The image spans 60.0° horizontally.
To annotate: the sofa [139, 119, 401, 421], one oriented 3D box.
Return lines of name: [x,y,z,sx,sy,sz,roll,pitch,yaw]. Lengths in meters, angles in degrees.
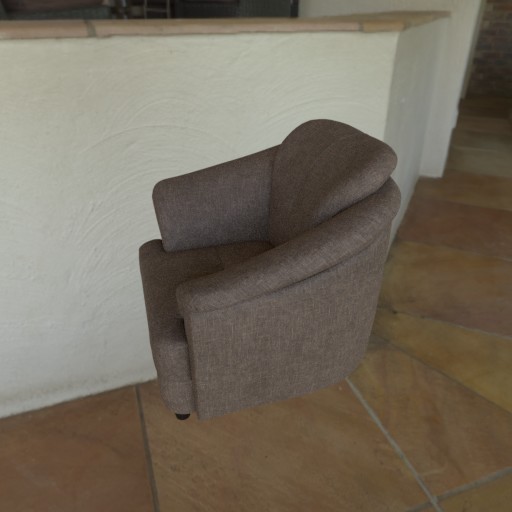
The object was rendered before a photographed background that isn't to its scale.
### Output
sofa: [0.000,0.000,1.552,0.794,0.811,0.870,-8,31,-14]
